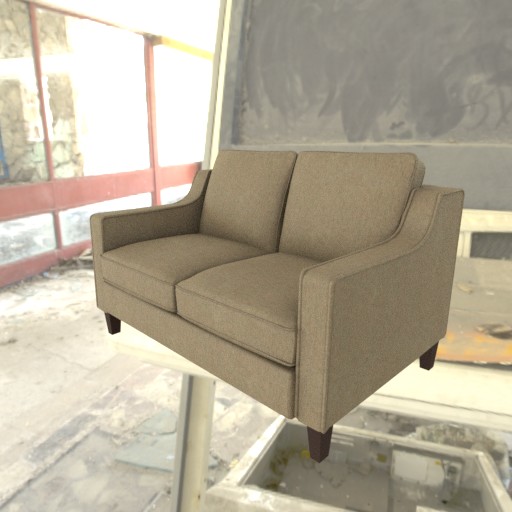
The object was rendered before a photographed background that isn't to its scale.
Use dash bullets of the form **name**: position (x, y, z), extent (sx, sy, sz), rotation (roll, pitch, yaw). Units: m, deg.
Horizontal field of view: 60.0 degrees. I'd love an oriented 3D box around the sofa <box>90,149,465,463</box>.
- **sofa**: position (0.000, 0.000, 2.111), extent (1.503, 0.981, 0.985), rotation (15, 21, 42)
